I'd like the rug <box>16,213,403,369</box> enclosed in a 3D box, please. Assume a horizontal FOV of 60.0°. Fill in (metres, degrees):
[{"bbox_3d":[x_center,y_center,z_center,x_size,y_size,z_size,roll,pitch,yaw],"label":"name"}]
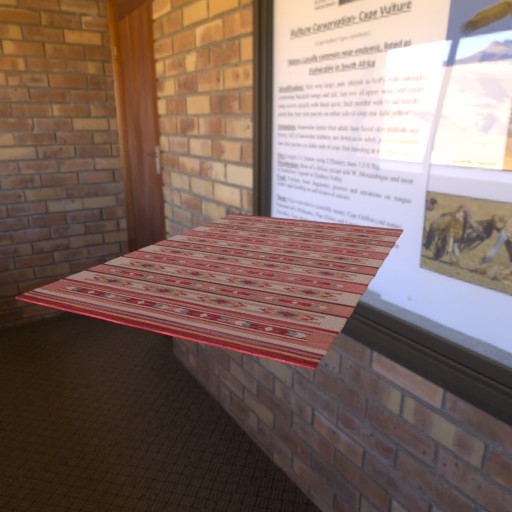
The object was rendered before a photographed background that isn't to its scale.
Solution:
[{"bbox_3d":[0.000,0.000,2.263,1.223,0.008,1.817,8,19,24],"label":"rug"}]
